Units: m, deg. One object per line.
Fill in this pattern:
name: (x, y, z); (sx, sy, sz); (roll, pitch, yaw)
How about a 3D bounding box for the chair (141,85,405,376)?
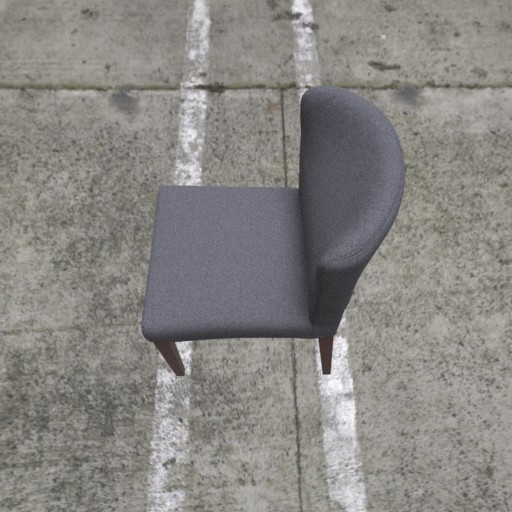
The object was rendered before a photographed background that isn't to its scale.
chair: (0.000, 0.000, 1.238); (0.592, 0.839, 0.491); (-1, 59, -1)
